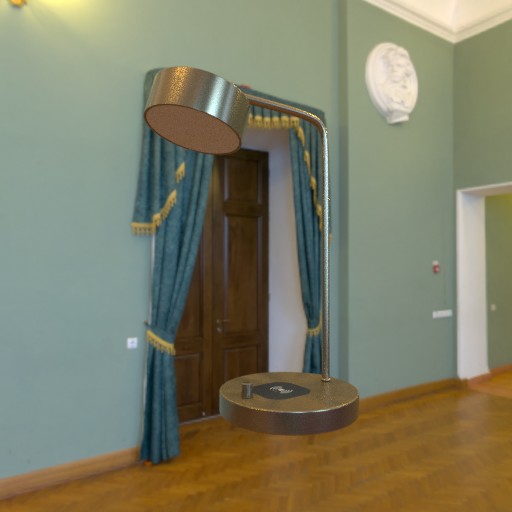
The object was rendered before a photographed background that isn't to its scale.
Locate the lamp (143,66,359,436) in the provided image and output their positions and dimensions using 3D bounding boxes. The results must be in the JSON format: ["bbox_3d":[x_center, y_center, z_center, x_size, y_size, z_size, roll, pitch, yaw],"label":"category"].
[{"bbox_3d":[0.000,0.000,0.524,0.270,0.380,0.171,1,-1,-36],"label":"lamp"}]
